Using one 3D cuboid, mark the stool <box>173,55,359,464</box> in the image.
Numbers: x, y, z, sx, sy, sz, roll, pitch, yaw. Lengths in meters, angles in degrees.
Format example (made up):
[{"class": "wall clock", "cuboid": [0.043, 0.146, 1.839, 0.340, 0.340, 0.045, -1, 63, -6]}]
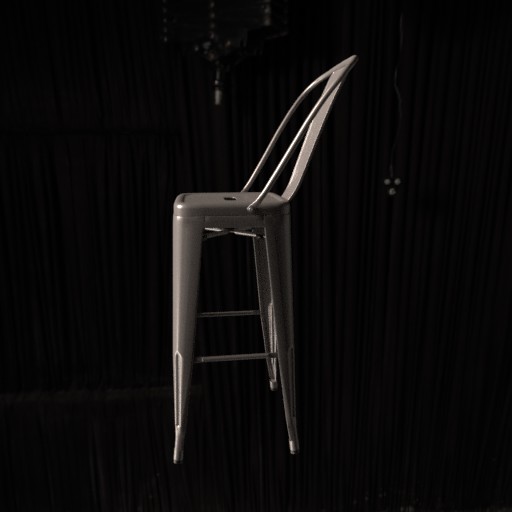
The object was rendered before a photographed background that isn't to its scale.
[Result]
[{"class": "stool", "cuboid": [0.000, 0.000, 1.321, 0.513, 1.096, 0.399, -2, 14, -7]}]
